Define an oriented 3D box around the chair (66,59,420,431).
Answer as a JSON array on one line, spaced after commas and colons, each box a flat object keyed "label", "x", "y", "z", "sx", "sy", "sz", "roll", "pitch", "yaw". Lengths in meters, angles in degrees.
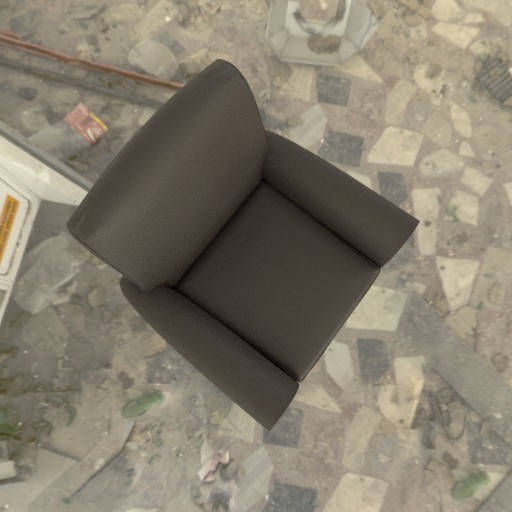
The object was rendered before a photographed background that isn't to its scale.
[{"label": "chair", "x": 0.000, "y": 0.000, "z": 1.774, "sx": 0.902, "sy": 1.061, "sz": 0.978, "roll": 37, "pitch": 79, "yaw": 8}]
